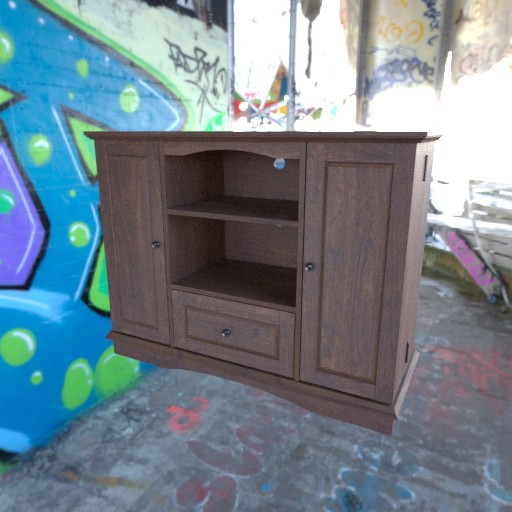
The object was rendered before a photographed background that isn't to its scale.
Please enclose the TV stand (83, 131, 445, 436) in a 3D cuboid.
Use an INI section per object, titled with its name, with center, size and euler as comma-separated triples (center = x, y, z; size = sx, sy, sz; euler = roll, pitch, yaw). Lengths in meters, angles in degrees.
[TV stand]
center = 0.000, 0.000, 1.500
size = 1.067, 0.813, 0.406
euler = 8, 17, 26
